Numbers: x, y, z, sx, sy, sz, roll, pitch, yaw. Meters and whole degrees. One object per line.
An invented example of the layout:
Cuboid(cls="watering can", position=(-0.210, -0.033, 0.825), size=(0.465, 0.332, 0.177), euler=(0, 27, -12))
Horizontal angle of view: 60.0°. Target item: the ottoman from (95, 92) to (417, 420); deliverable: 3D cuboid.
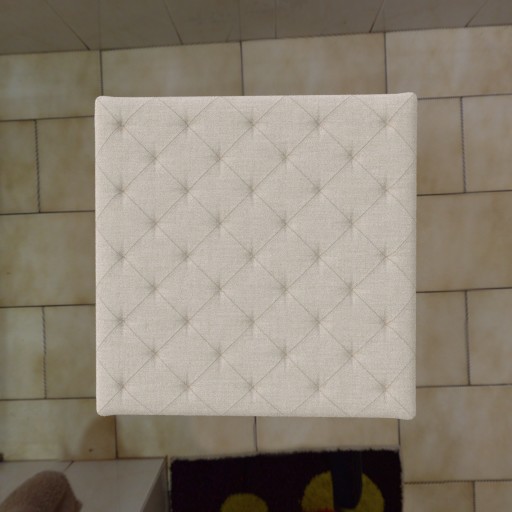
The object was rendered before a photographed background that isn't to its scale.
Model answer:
Cuboid(cls="ottoman", position=(0.000, 0.000, 1.598), size=(1.028, 0.439, 1.028), euler=(0, 91, 2))
